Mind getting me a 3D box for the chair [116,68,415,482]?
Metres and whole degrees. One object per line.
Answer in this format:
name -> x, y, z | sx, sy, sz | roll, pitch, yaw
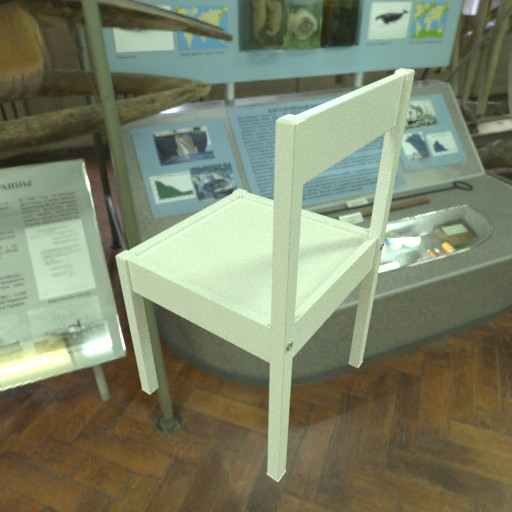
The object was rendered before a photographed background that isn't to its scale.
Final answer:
chair -> 0.000, 0.000, 0.656 | 0.285, 0.505, 0.285 | 21, 38, 30
